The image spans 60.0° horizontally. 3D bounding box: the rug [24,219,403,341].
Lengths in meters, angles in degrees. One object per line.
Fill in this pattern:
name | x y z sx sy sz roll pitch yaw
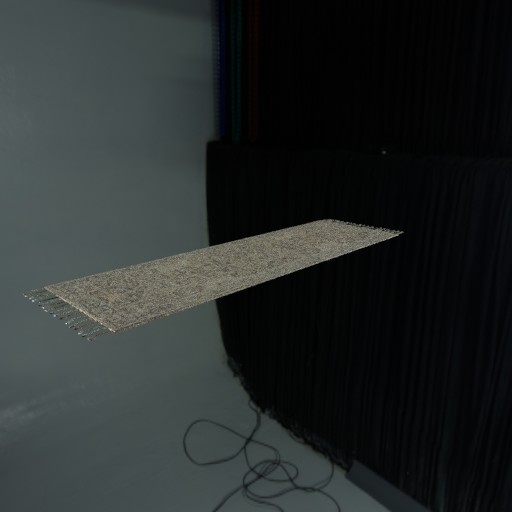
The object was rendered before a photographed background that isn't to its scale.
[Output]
rug | 0.000 0.000 2.928 0.762 0.011 2.664 16 22 42
